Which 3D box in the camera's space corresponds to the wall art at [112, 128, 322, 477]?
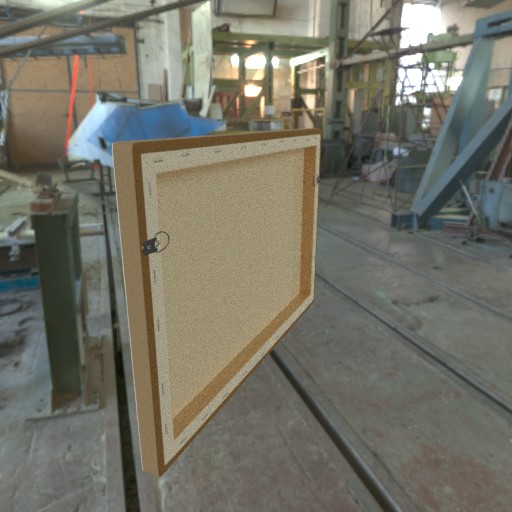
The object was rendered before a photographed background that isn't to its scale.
[{"bbox_3d":[0.000,0.000,0.473,0.019,0.254,0.380,8,19,24],"label":"wall art"}]
